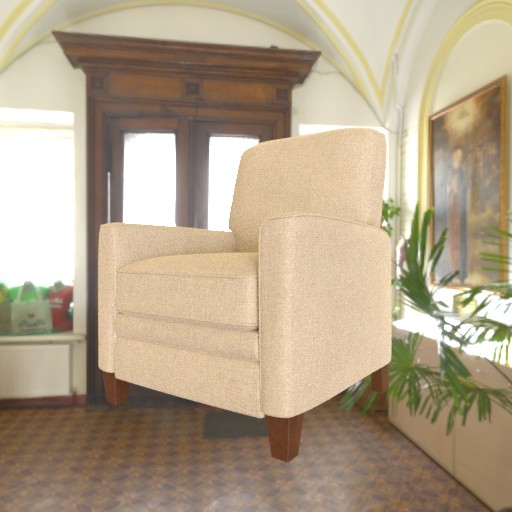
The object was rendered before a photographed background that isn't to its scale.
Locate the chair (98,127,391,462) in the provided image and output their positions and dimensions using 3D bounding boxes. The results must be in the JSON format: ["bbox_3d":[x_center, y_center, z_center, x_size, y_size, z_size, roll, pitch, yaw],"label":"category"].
[{"bbox_3d":[0.000,0.000,1.632,0.845,1.023,0.859,1,1,36],"label":"chair"}]
